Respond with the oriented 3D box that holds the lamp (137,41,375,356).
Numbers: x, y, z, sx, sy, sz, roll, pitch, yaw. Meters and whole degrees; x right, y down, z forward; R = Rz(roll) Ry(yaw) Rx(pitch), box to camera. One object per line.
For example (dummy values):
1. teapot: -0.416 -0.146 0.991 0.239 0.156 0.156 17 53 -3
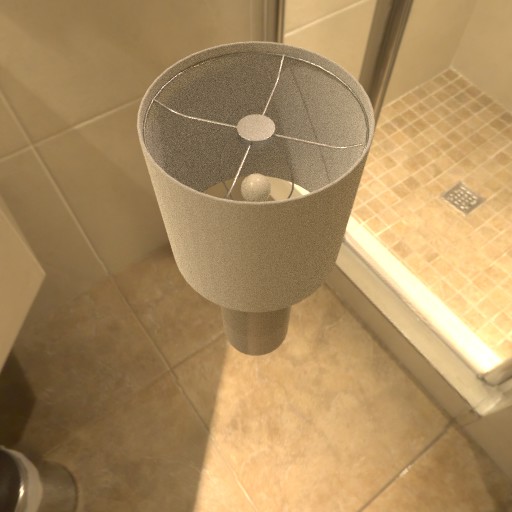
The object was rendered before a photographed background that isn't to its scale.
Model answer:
1. lamp: 0.000 0.000 0.607 0.212 0.493 0.212 14 59 9
